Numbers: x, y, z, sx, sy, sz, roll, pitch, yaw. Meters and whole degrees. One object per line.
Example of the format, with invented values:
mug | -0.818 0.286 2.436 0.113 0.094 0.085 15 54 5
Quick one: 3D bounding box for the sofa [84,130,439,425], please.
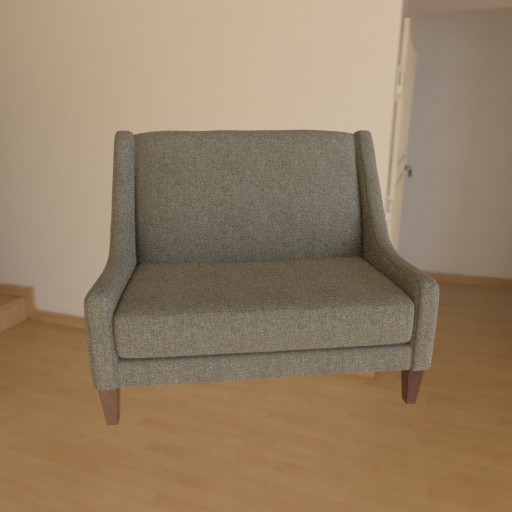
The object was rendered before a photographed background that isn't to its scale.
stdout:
sofa | 0.000 0.000 1.879 1.242 1.021 0.870 -2 17 -6
